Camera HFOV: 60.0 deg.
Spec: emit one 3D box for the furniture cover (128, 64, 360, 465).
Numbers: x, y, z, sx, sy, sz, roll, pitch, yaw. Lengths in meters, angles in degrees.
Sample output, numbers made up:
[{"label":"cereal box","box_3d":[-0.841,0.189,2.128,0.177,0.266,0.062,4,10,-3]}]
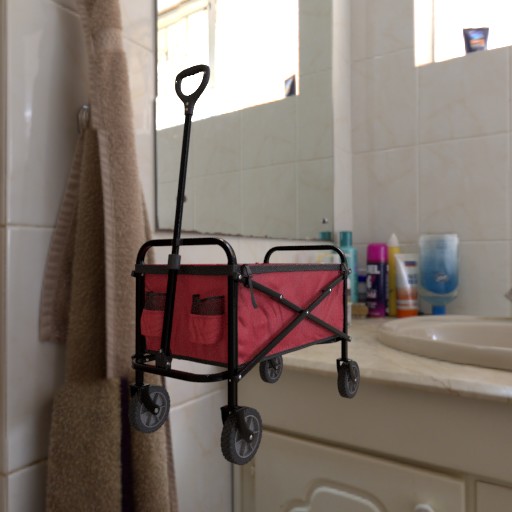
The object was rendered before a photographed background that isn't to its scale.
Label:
[{"label":"furniture cover","box_3d":[0.000,0.000,1.815,0.532,1.295,1.038,0,-1,36]}]
